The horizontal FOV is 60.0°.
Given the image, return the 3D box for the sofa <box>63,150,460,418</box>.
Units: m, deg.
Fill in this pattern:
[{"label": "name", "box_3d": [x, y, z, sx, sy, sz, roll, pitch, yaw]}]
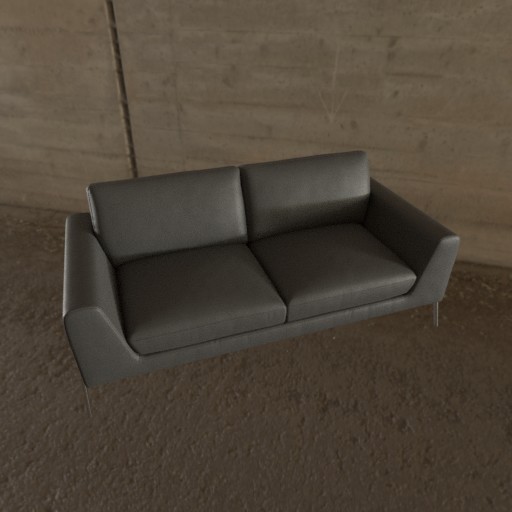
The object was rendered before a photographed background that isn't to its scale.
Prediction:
[{"label": "sofa", "box_3d": [0.000, 0.000, 2.538, 2.017, 0.875, 0.953, -10, 34, -16]}]
